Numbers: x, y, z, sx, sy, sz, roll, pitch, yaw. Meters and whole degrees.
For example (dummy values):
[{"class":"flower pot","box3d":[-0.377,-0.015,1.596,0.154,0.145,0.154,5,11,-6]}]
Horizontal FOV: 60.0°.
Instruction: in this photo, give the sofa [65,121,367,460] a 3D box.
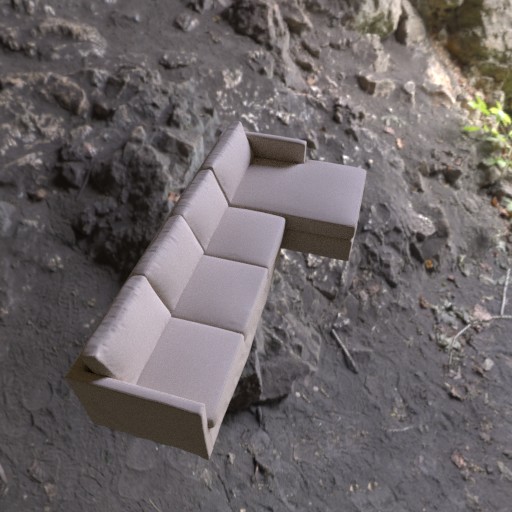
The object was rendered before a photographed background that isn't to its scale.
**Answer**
[{"class":"sofa","box3d":[0.000,0.000,3.879,1.622,0.871,3.206,12,47,11]}]
